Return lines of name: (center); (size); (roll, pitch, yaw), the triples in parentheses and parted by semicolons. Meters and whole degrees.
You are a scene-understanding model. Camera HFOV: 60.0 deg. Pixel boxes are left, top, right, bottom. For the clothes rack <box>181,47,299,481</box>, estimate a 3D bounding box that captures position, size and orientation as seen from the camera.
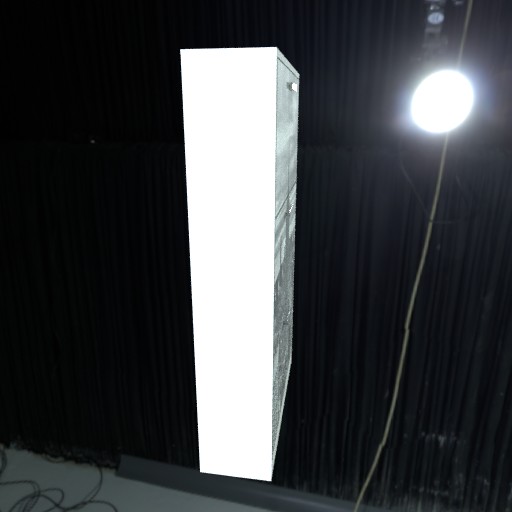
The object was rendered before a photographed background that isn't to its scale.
clothes rack: (0.000, 0.000, 1.608); (0.250, 1.280, 0.750); (3, 18, 9)
